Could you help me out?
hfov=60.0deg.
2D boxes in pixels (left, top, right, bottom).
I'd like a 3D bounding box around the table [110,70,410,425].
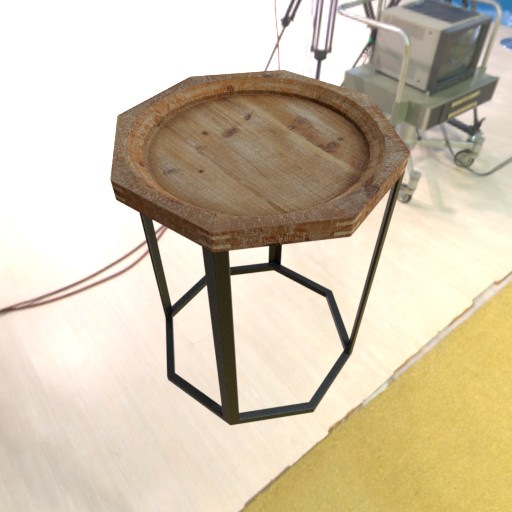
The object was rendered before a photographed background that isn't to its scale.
[{"bbox_3d":[0.000,0.000,0.871,0.458,0.543,0.458,10,47,9],"label":"table"}]
